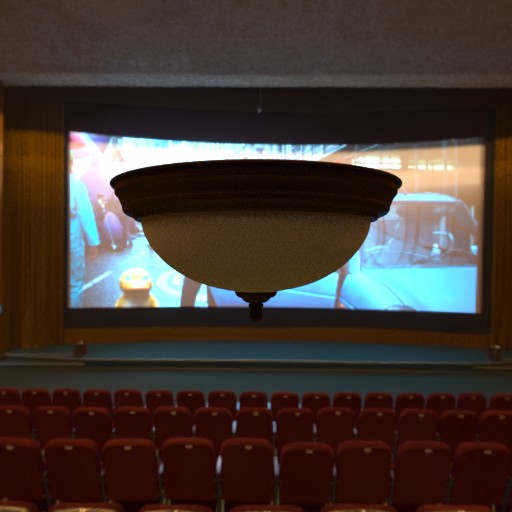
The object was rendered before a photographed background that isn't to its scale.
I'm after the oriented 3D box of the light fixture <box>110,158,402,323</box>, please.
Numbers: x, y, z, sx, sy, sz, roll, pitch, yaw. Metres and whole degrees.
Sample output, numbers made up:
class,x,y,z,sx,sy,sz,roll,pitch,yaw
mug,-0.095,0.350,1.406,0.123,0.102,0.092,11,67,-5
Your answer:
class,x,y,z,sx,sy,sz,roll,pitch,yaw
light fixture,0.000,0.000,0.445,0.280,0.135,0.280,0,0,0
